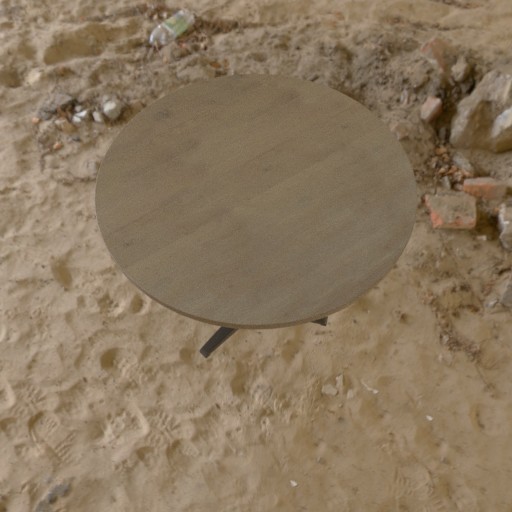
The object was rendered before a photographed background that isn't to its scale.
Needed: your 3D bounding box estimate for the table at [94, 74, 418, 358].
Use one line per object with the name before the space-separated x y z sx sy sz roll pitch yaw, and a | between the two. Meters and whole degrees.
table | 0.000 0.000 1.449 0.800 0.780 0.800 0 59 0
